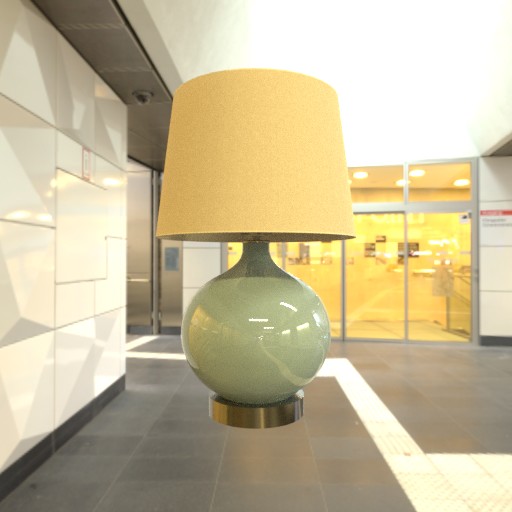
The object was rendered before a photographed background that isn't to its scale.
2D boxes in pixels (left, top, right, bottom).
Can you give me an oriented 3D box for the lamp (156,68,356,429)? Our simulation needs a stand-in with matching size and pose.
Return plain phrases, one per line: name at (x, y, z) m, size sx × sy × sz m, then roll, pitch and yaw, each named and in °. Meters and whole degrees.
lamp at (0.000, 0.000, 0.557) m, size 0.247 × 0.387 × 0.247 m, roll 0°, pitch -1°, yaw 0°
